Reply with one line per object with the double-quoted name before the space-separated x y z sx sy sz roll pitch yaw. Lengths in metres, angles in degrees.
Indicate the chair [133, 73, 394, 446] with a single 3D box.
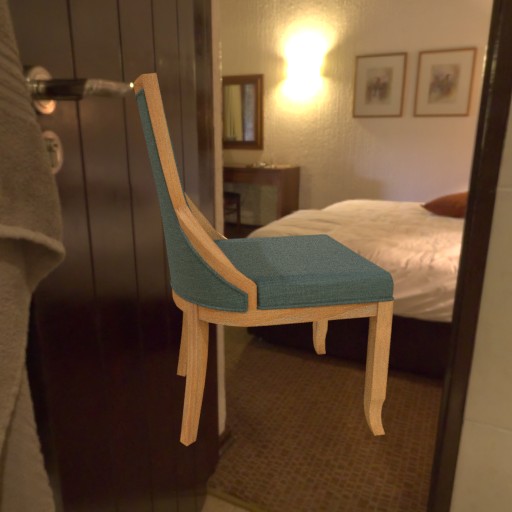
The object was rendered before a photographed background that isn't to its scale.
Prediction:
"chair" 0.000 0.000 1.320 0.641 0.947 0.524 -3 15 -11
